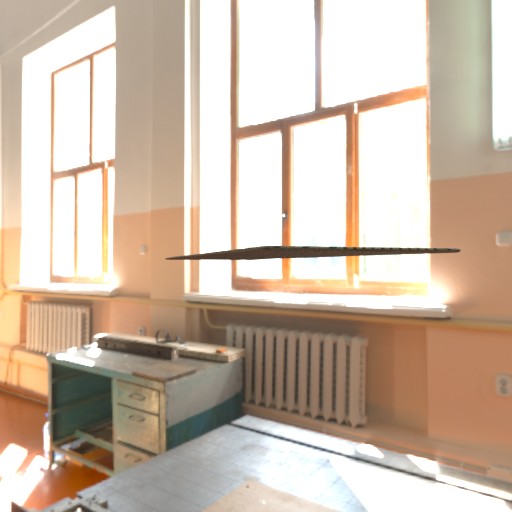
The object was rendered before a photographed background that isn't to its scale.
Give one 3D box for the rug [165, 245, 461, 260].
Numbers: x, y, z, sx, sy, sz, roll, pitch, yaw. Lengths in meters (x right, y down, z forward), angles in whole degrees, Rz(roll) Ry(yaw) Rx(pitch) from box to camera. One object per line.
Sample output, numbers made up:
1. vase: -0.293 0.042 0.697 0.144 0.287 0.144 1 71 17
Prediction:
1. rug: 0.000 0.000 2.657 0.773 0.020 2.439 0 -1 -19
